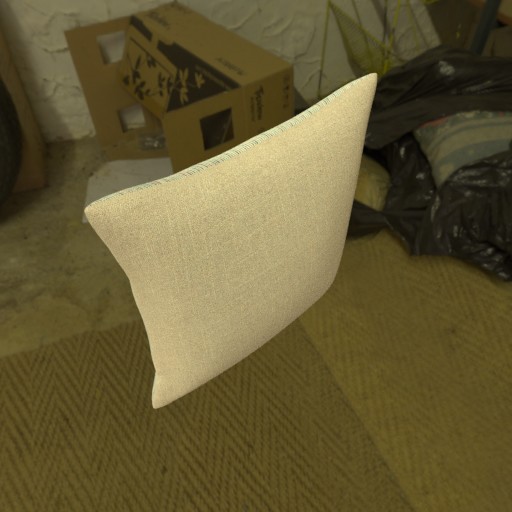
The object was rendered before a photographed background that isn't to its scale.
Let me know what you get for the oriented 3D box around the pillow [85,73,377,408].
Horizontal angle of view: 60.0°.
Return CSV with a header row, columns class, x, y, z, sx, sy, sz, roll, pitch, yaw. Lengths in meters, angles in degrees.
class,x,y,z,sx,sy,sz,roll,pitch,yaw
pillow,0.000,0.000,0.777,0.512,0.506,0.178,-32,55,-27
